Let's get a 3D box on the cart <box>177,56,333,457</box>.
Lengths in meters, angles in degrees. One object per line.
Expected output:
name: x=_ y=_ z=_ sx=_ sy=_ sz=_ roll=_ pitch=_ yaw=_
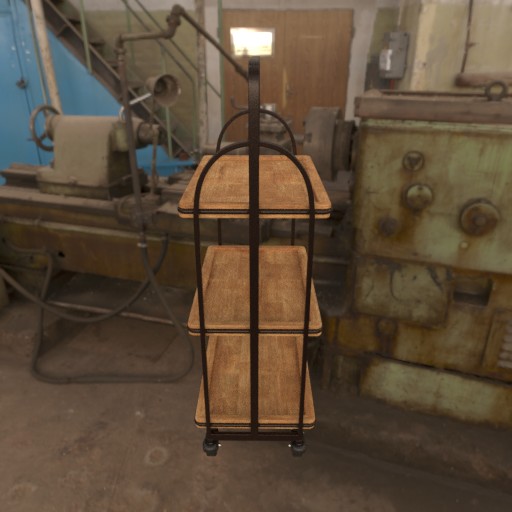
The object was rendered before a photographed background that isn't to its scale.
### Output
cart: x=0.000 y=0.000 z=1.223 sx=0.327 sy=1.001 sz=0.553 roll=0 pitch=25 yaw=1
